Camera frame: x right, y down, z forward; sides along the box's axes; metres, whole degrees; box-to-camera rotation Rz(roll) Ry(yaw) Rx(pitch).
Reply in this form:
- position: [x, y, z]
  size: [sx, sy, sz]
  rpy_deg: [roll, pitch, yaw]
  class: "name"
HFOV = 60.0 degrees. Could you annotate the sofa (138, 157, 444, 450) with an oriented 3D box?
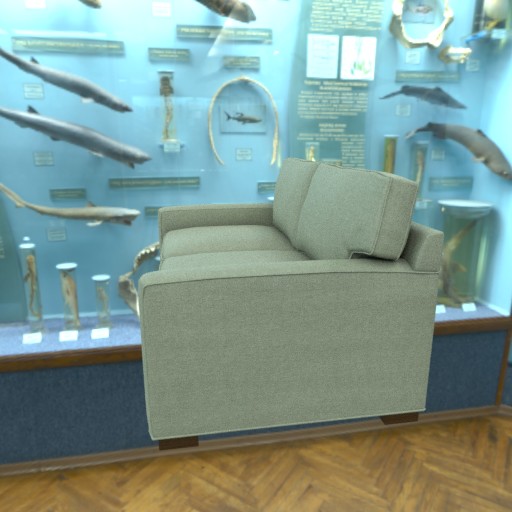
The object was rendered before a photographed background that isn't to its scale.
- position: [0.000, 0.000, 2.056]
  size: [0.940, 0.853, 1.484]
  rpy_deg: [-2, 15, -9]
  class: "sofa"
